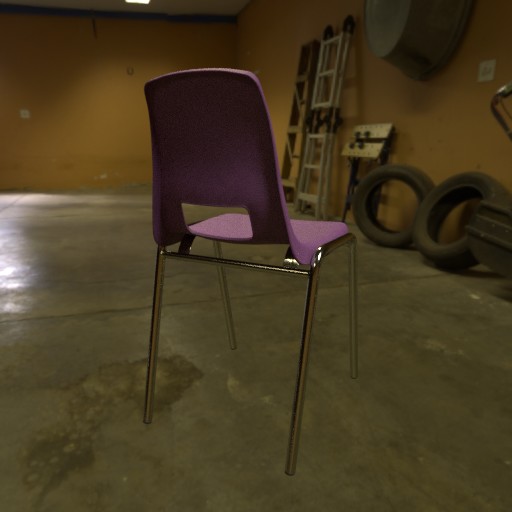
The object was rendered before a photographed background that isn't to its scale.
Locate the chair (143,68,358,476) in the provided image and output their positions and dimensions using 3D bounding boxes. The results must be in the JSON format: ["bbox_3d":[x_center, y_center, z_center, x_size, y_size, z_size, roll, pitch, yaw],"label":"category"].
[{"bbox_3d":[0.000,0.000,0.966,0.381,0.704,0.432,7,16,26],"label":"chair"}]
